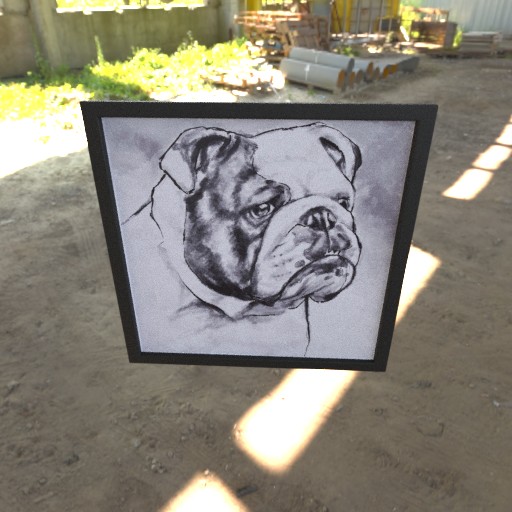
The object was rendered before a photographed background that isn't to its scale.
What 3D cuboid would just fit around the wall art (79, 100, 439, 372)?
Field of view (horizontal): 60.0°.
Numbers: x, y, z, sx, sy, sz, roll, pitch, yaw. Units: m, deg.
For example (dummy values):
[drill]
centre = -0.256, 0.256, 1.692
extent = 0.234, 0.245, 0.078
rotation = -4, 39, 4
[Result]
[wall art]
centre = 0.000, 0.000, 0.987
extent = 0.663, 0.659, 0.016
rotation = 1, 30, 2
